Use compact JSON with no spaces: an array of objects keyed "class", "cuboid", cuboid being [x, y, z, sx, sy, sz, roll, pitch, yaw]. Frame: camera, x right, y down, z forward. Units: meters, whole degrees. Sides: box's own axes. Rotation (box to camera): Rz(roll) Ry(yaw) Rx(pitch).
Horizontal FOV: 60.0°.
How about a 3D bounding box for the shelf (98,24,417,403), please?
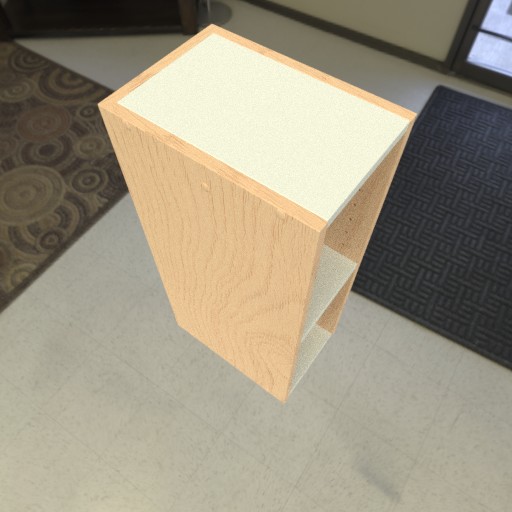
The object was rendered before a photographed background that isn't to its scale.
[{"class":"shelf","cuboid":[0.000,0.000,0.738,0.290,0.600,0.200,32,63,19]}]
